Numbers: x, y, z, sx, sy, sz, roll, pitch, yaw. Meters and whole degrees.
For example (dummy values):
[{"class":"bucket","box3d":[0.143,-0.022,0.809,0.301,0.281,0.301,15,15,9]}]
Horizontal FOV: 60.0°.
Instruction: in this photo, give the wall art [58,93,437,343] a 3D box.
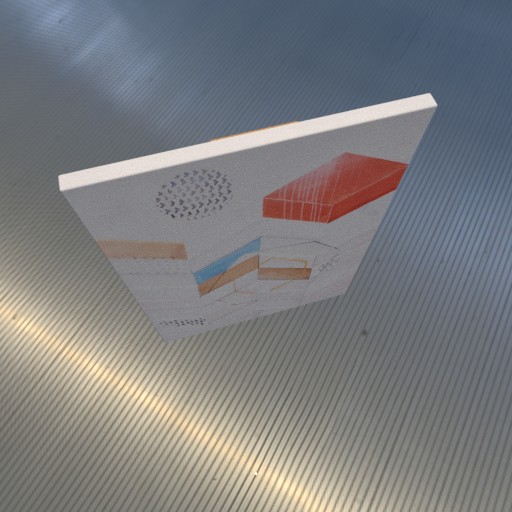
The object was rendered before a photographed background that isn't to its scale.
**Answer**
[{"class":"wall art","box3d":[0.000,0.000,1.078,0.613,0.848,0.036,-14,65,-7]}]
